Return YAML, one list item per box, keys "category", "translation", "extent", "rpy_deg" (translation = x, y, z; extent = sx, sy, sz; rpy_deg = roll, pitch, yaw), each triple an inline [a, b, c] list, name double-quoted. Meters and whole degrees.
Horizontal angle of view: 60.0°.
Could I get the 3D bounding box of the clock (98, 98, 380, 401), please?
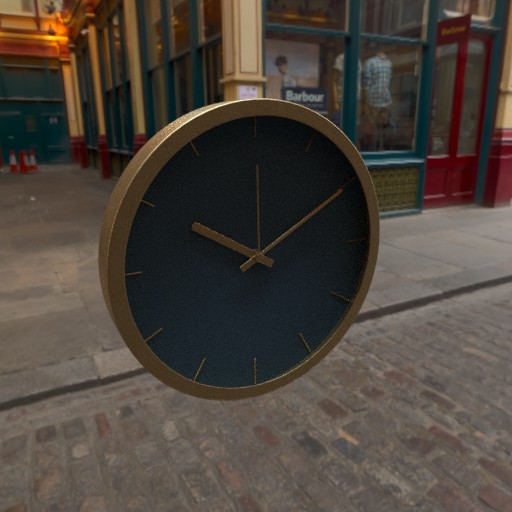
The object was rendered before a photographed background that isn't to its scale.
- category: "clock"
  translation: [0.000, 0.000, 0.470]
  extent: [0.314, 0.314, 0.040]
  rpy_deg: [-9, 18, -28]
